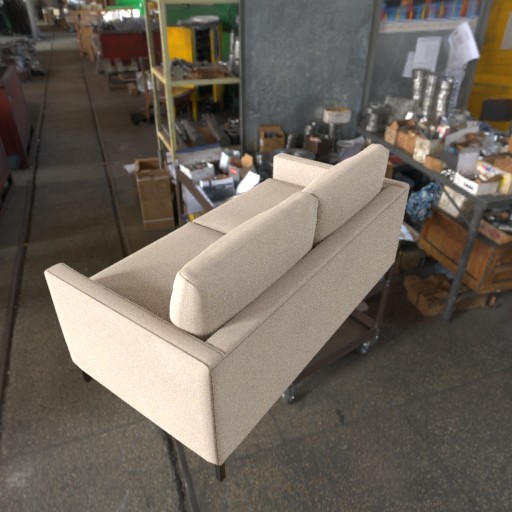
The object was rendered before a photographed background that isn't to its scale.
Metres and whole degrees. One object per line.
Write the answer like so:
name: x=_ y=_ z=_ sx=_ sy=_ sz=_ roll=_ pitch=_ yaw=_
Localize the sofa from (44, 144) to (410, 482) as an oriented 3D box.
sofa: x=0.000 y=0.000 z=2.161 sx=0.875 sy=0.840 sz=1.682 roll=21 pitch=38 yaw=30
